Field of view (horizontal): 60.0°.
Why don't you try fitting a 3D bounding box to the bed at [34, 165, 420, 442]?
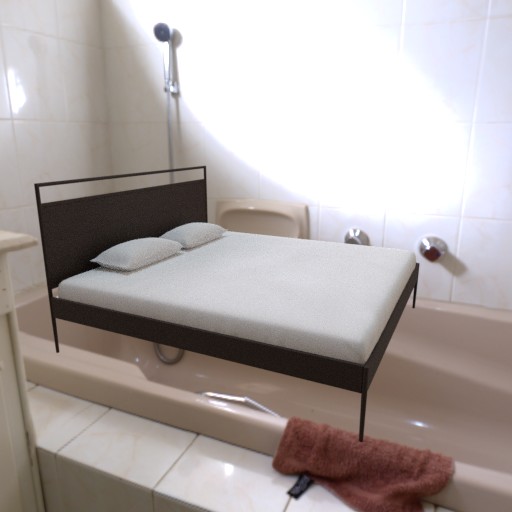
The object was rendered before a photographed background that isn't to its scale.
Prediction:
[{"bbox_3d":[0.000,0.000,3.351,2.151,1.173,1.993,7,17,25],"label":"bed"}]
